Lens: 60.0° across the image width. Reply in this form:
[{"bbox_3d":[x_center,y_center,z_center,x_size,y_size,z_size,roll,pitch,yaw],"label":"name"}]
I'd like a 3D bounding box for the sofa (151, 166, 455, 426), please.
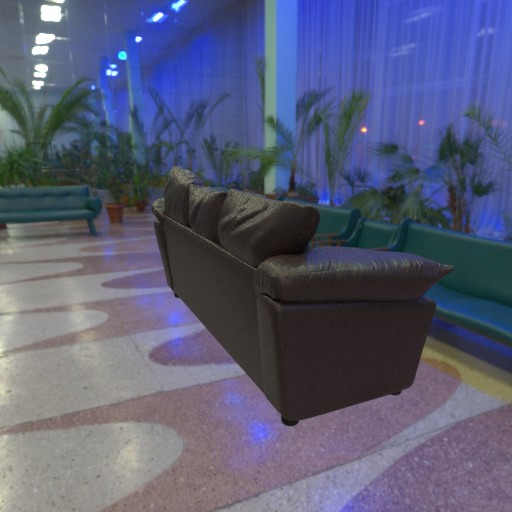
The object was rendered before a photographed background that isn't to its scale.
[{"bbox_3d":[0.000,0.000,2.900,0.907,1.091,2.390,-6,15,-24],"label":"sofa"}]
